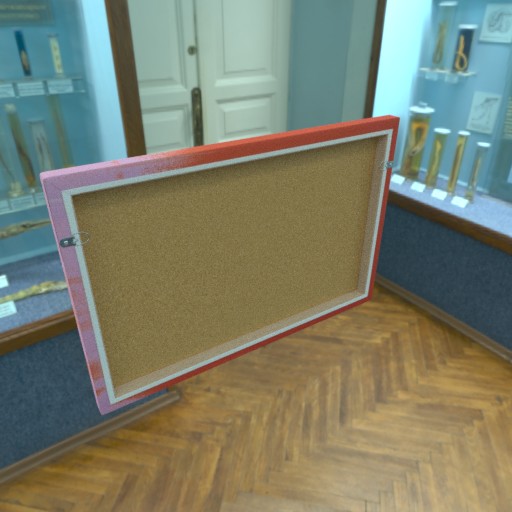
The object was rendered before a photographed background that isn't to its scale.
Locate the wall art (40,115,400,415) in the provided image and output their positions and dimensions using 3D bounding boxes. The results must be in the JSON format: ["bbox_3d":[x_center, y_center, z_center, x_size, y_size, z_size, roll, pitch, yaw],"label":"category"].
[{"bbox_3d":[0.000,0.000,1.156,0.913,0.609,0.040,-17,34,-28],"label":"wall art"}]
